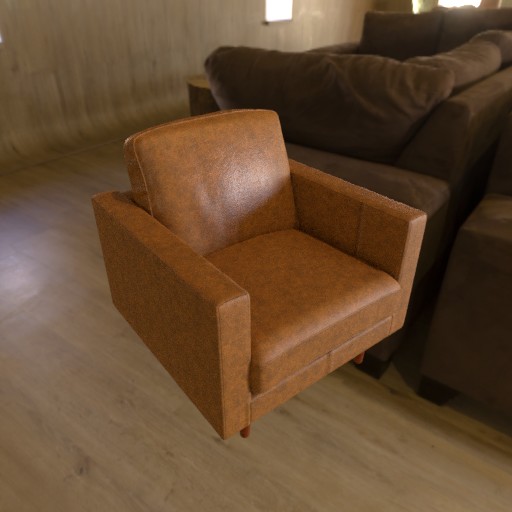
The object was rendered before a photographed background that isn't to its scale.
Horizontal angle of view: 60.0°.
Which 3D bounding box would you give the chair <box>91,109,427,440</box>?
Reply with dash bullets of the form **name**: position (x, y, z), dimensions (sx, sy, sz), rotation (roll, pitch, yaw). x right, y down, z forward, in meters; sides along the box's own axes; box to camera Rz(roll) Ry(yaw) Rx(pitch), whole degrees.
- **chair**: position (0.000, 0.000, 1.710), dimensions (0.890, 0.956, 0.909), rotation (-22, 37, -31)
